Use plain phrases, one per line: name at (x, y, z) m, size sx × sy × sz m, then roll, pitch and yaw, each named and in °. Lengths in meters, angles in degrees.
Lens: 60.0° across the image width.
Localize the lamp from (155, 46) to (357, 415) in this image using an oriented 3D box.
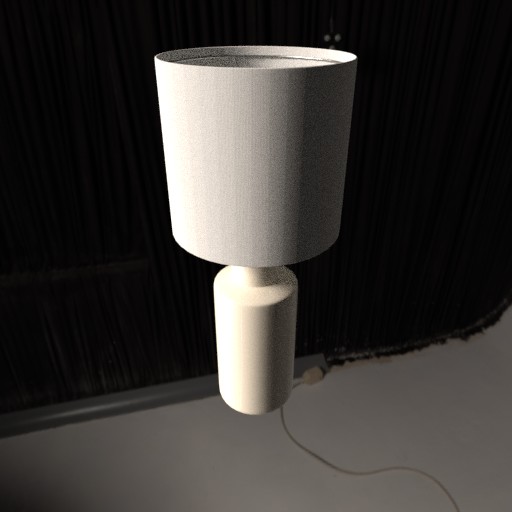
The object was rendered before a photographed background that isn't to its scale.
lamp at (0.000, 0.000, 0.594) m, size 0.212 × 0.493 × 0.212 m, roll -8°, pitch 31°, yaw -14°
